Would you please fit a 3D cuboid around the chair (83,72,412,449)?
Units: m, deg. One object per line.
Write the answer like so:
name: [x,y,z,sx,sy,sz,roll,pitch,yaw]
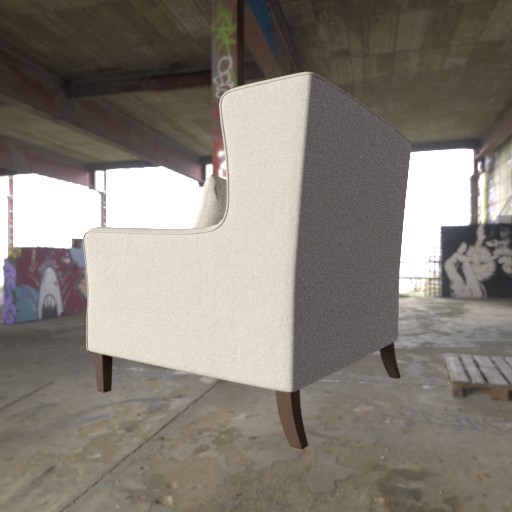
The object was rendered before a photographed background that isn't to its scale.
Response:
chair: [0.000,0.000,1.832,1.040,1.056,0.982,0,0,35]
